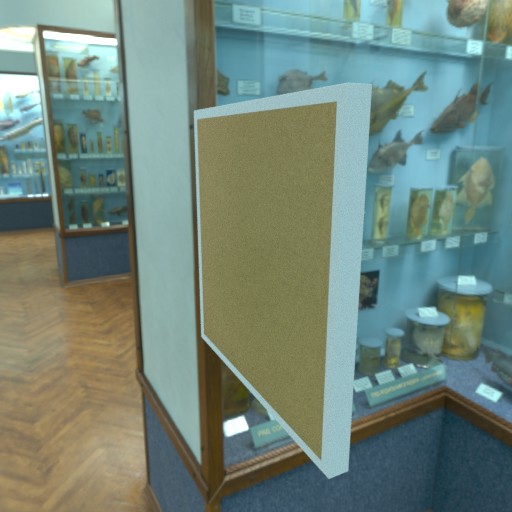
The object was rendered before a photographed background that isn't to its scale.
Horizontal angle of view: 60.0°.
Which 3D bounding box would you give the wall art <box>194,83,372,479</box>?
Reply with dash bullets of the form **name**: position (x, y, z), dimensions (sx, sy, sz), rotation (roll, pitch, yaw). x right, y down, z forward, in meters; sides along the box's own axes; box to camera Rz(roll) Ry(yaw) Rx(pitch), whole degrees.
- **wall art**: position (0.000, 0.000, 0.464), dimensions (0.020, 0.307, 0.307), rotation (-7, 16, -26)
